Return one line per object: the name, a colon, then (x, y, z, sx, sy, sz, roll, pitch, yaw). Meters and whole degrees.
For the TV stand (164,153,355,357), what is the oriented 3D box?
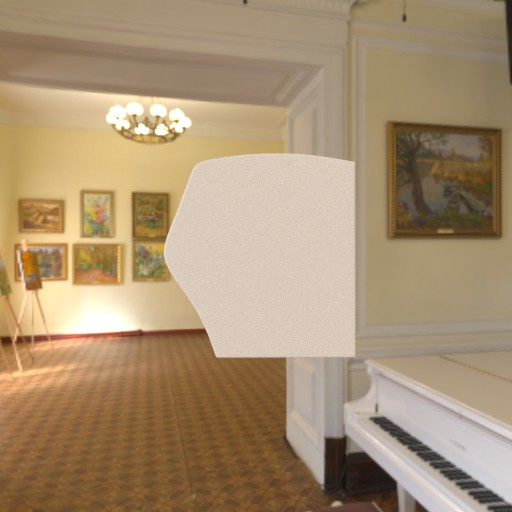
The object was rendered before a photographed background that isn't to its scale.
TV stand: (0.000, 0.000, 1.654, 0.397, 0.424, 1.473, 0, 0, -1)
